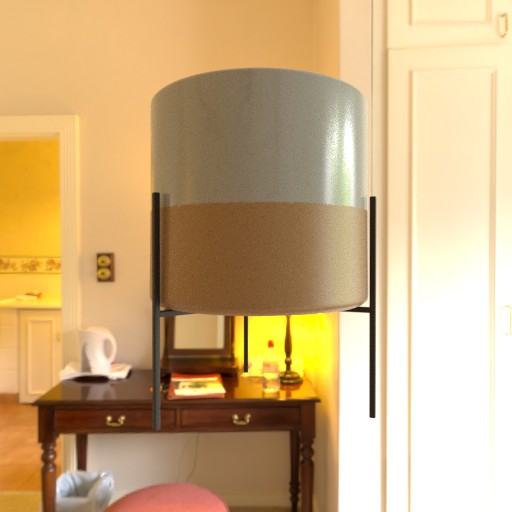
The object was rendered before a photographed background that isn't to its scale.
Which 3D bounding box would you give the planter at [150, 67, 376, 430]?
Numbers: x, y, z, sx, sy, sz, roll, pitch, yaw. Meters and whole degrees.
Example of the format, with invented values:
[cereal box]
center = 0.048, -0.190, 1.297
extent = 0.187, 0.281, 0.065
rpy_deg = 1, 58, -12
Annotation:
[planter]
center = 0.000, 0.000, 0.722
extent = 0.360, 0.480, 0.348
rpy_deg = 0, 1, -38
